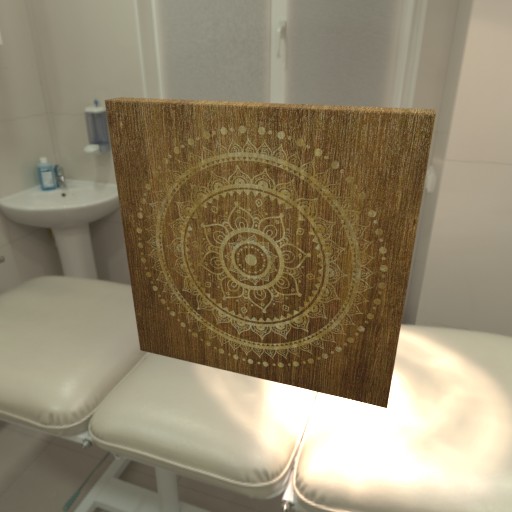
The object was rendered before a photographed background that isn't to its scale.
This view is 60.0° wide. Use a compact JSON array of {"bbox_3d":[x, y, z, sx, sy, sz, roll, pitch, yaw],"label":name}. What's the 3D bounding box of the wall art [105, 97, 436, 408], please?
[{"bbox_3d":[0.000,0.000,0.618,0.406,0.403,0.039,8,27,17],"label":"wall art"}]
